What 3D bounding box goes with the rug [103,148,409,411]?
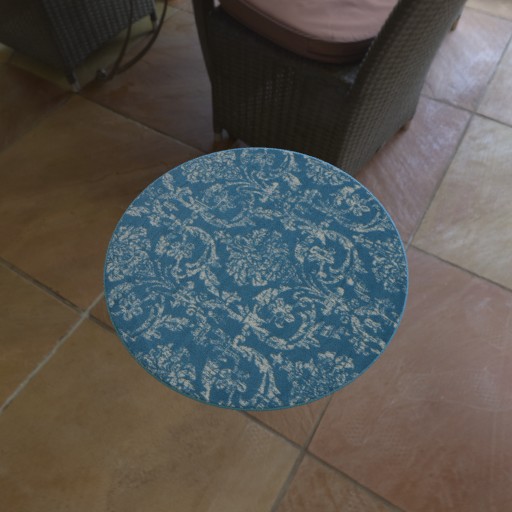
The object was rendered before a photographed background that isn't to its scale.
[{"bbox_3d":[0.000,0.000,2.351,1.593,0.012,1.593,0,58,0],"label":"rug"}]
